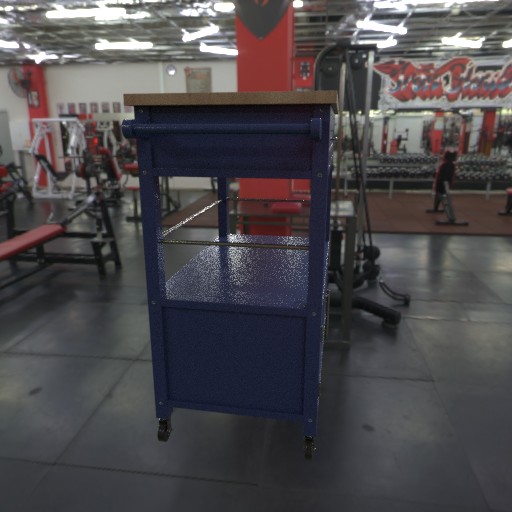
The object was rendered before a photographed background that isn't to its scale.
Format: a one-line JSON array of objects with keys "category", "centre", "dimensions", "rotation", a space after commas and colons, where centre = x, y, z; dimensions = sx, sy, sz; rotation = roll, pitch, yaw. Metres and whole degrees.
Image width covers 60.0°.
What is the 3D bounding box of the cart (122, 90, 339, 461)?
[{"category": "cart", "centre": [0.000, 0.000, 1.367], "dimensions": [0.459, 0.901, 0.840], "rotation": [3, 16, 10]}]
